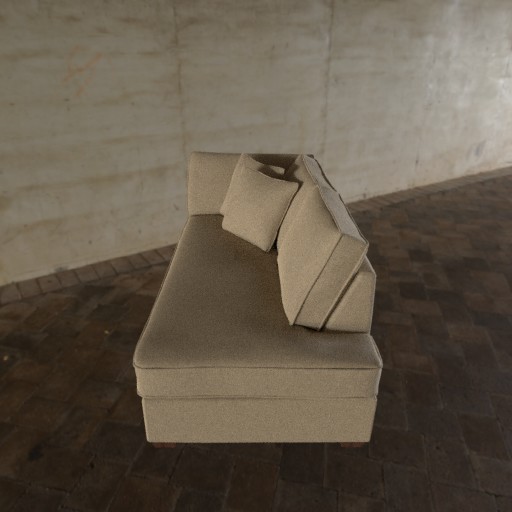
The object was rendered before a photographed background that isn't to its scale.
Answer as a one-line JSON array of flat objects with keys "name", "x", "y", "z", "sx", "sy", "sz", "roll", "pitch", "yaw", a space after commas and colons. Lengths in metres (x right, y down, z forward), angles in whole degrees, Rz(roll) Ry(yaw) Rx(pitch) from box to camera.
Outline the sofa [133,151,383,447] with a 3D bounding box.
[{"name": "sofa", "x": 0.000, "y": 0.000, "z": 2.878, "sx": 1.110, "sy": 1.033, "sz": 2.237, "roll": 0, "pitch": 26, "yaw": 0}]
